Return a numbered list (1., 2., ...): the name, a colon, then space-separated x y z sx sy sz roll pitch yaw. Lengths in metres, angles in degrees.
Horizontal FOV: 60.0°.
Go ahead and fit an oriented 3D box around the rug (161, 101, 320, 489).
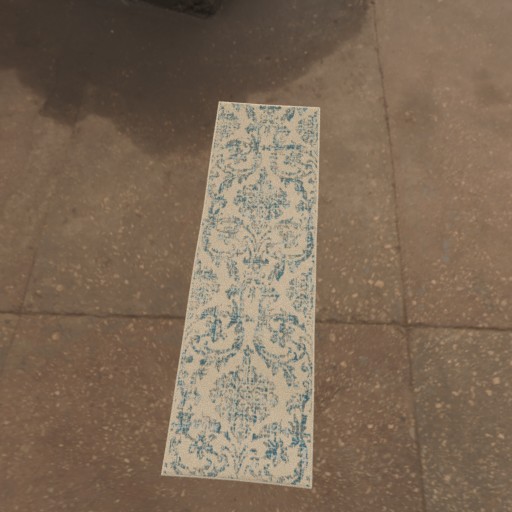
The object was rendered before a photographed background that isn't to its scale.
1. rug: 0.000 0.000 2.407 0.662 0.011 2.196 4 64 2
